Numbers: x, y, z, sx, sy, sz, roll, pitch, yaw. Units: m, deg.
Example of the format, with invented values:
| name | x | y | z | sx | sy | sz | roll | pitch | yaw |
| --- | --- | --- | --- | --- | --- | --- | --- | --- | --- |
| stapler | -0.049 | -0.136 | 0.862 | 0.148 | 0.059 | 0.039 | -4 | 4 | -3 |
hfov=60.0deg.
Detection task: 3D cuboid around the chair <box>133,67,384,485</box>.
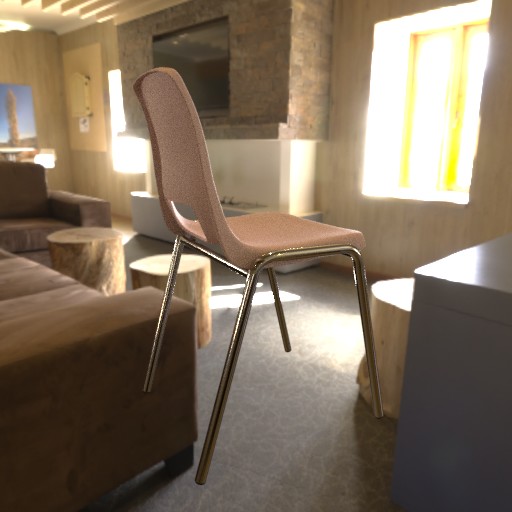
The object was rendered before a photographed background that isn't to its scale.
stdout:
| name | x | y | z | sx | sy | sz | roll | pitch | yaw |
| --- | --- | --- | --- | --- | --- | --- | --- | --- | --- |
| chair | 0.000 | 0.000 | 0.938 | 0.436 | 0.704 | 0.381 | -8 | 17 | -28 |
